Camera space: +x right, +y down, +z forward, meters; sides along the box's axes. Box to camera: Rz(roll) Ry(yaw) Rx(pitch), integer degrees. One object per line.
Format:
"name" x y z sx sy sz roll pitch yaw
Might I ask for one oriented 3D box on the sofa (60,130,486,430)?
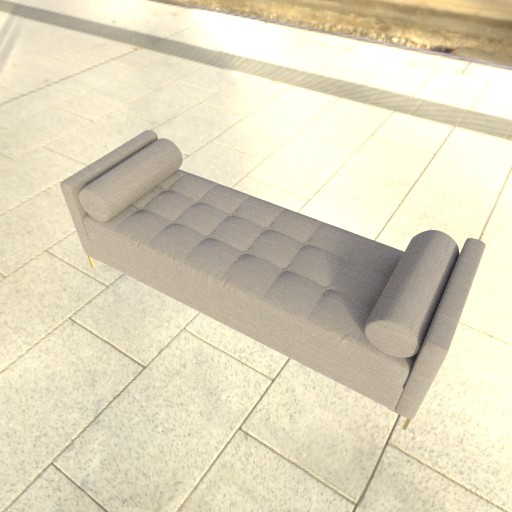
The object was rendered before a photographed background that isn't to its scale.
"sofa" 0.000 0.000 2.327 1.981 0.635 0.686 23 48 22
